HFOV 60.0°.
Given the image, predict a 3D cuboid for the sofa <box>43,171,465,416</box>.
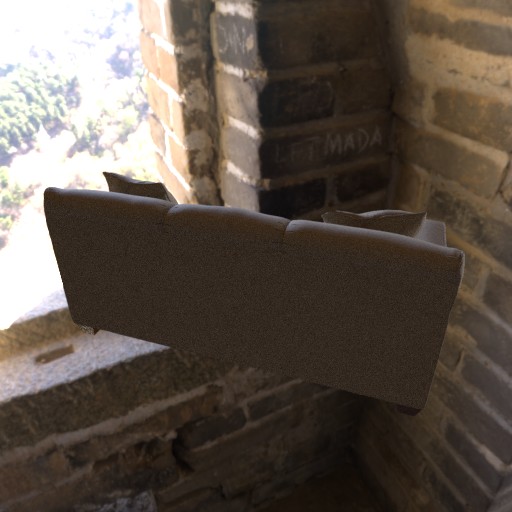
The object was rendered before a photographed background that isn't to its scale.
[{"bbox_3d":[0.000,0.000,2.564,2.024,0.958,0.997,10,32,16],"label":"sofa"}]
